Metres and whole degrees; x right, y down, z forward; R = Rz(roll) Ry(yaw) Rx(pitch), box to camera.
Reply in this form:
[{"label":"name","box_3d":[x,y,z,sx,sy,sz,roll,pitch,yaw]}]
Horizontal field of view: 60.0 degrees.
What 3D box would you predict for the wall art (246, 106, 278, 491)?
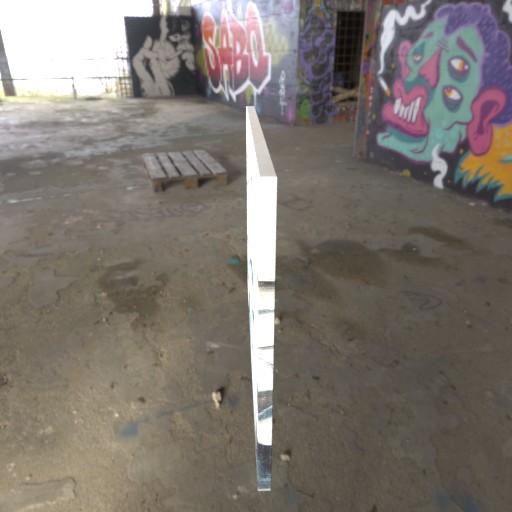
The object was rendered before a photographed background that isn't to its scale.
[{"label":"wall art","box_3d":[0.000,0.000,1.625,0.039,0.915,1.219,-1,25,-2]}]
